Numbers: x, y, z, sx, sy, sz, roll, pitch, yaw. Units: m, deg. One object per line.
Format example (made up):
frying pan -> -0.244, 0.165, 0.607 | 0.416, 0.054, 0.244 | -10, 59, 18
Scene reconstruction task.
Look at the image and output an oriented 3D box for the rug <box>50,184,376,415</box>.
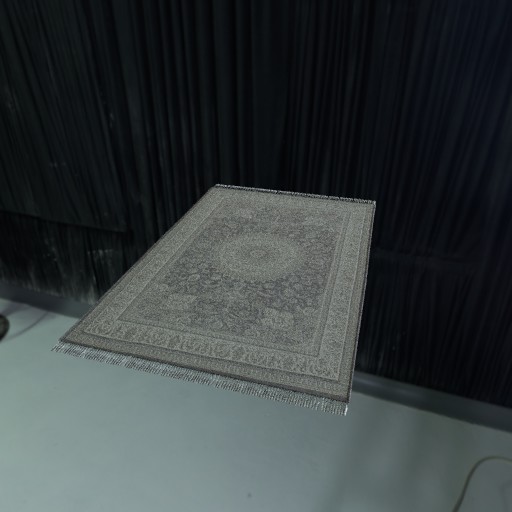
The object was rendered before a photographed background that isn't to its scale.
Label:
rug -> 0.000, 0.000, 3.108 | 1.528, 0.010, 2.440 | 8, 31, 14
